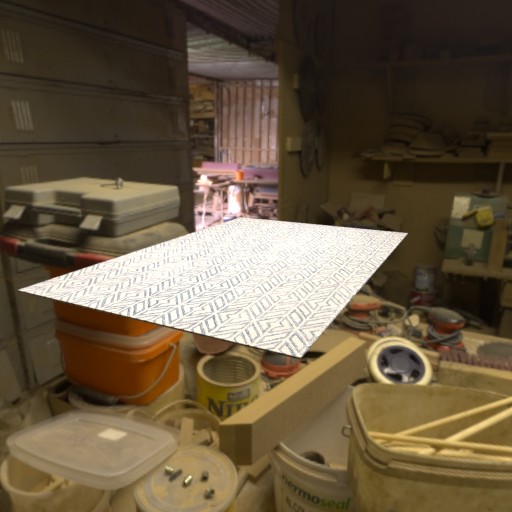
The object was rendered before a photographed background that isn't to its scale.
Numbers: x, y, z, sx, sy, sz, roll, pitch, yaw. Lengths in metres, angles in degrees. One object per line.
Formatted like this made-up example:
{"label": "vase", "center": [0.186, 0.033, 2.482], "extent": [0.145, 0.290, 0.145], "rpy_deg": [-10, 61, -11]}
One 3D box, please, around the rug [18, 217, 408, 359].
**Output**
{"label": "rug", "center": [0.000, 0.000, 2.296], "extent": [1.220, 0.008, 1.824], "rpy_deg": [8, 17, 26]}
